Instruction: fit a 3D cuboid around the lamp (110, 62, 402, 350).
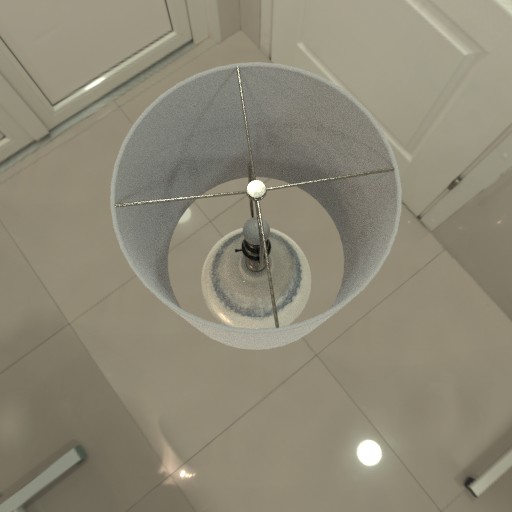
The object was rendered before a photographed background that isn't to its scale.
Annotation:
[{"bbox_3d":[0.000,0.000,0.524,0.216,0.404,0.216,-37,78,-9],"label":"lamp"}]
